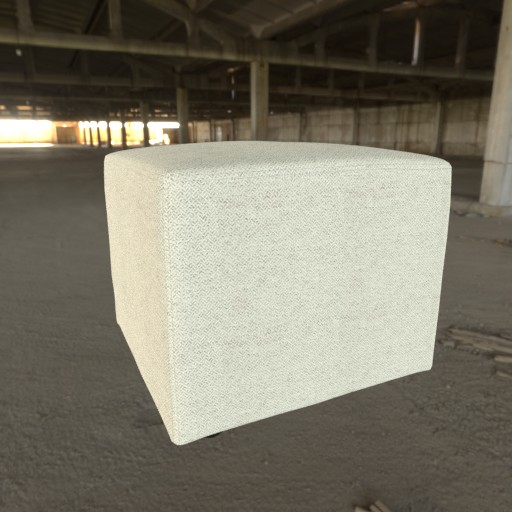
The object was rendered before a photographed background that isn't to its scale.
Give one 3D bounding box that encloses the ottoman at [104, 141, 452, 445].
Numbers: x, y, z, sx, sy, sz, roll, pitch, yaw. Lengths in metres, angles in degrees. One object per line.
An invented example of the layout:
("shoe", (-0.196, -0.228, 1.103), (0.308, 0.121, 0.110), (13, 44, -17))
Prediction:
("ottoman", (0.000, 0.000, 0.906), (0.512, 0.453, 0.521), (-7, 17, -25))
